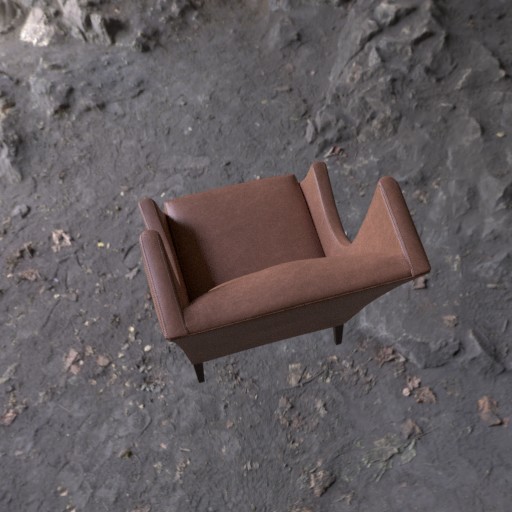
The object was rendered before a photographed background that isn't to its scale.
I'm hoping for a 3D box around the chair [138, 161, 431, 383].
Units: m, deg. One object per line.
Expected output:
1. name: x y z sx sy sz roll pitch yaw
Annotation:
1. chair: 0.000 0.000 1.758 0.815 1.088 0.913 -14 60 -8
